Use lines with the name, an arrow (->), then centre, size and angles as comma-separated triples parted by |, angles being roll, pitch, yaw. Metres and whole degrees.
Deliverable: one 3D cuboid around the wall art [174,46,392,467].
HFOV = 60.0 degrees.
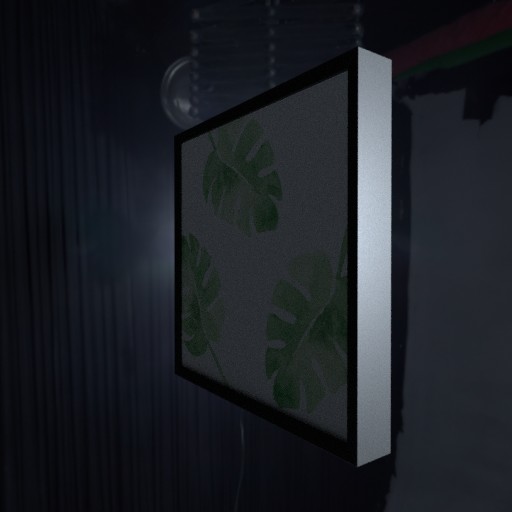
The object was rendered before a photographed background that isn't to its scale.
wall art -> 0.000, 0.000, 0.454 | 0.038, 0.304, 0.304 | 0, 1, -36
